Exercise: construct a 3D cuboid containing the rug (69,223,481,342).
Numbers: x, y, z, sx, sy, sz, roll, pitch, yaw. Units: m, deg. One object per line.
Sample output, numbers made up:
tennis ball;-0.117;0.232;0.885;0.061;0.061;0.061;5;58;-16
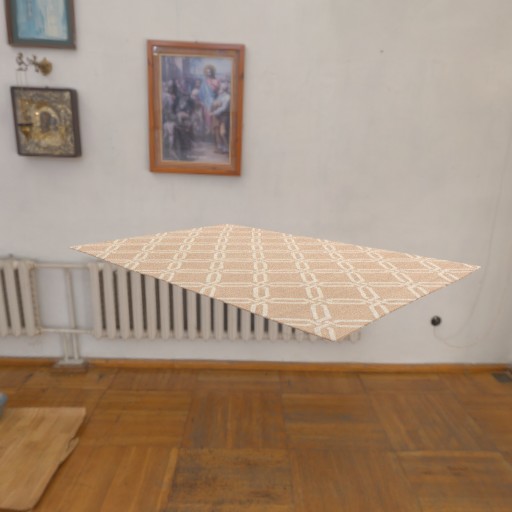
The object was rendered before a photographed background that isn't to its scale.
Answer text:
rug;0.000;0.000;2.192;1.745;0.010;1.146;13;18;43
